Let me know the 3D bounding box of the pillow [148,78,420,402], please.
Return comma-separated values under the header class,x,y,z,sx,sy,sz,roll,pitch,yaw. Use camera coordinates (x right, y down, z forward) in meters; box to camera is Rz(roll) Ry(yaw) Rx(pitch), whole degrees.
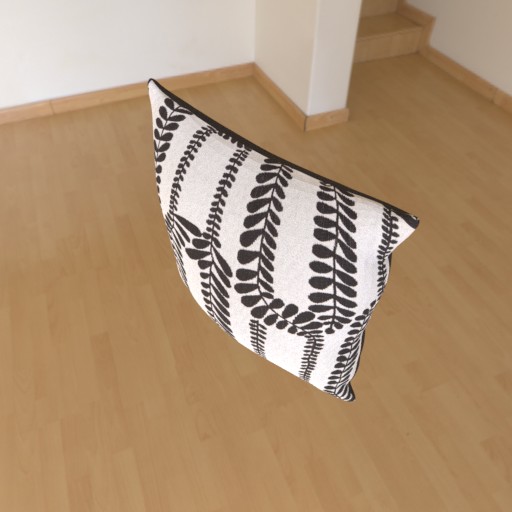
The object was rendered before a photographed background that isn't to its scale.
class,x,y,z,sx,sy,sz,roll,pitch,yaw
pillow,0.000,0.000,0.695,0.440,0.441,0.182,34,56,27
